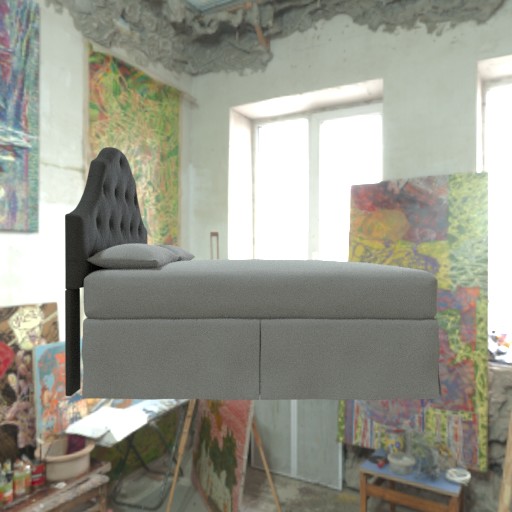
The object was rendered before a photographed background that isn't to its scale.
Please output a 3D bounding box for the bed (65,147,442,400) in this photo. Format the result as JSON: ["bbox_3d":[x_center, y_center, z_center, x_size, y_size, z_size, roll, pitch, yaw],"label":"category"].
[{"bbox_3d":[0.000,0.000,3.258,2.155,1.575,1.636,0,1,0],"label":"bed"}]
